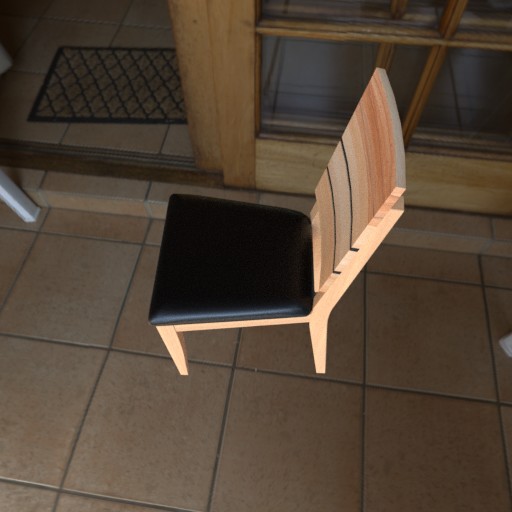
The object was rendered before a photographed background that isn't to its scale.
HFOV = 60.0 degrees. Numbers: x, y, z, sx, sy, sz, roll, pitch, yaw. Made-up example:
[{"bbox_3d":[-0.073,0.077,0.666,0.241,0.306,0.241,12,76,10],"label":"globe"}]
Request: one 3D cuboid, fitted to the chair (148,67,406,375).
[{"bbox_3d":[0.000,0.000,1.181,0.520,0.940,0.410,2,59,1],"label":"chair"}]
